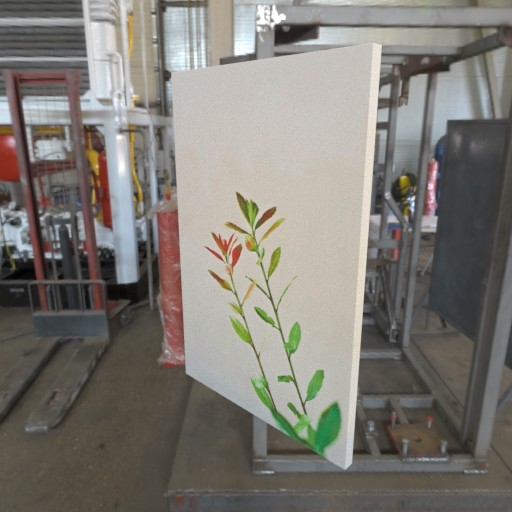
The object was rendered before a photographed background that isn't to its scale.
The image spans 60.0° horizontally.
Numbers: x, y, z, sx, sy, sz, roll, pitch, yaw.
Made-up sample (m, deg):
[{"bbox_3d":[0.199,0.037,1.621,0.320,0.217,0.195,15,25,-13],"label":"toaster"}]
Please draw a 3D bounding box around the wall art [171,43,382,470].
[{"bbox_3d":[0.000,0.000,1.409,0.764,1.143,0.038,15,22,42],"label":"wall art"}]
